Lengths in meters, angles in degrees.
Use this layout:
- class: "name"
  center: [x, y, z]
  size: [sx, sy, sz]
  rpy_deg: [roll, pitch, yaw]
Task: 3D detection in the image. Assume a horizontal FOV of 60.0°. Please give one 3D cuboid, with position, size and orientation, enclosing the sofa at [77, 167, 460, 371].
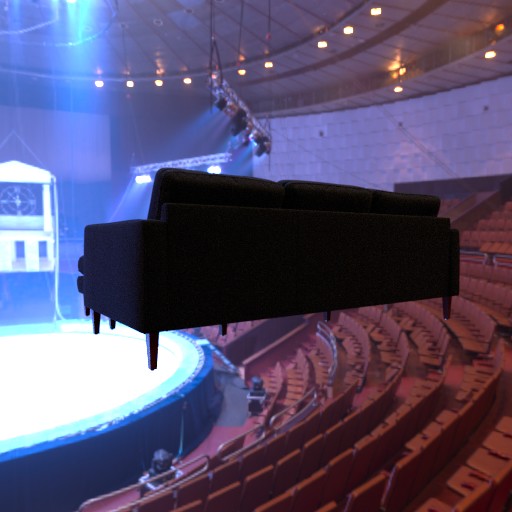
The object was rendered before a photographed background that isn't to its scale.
- class: "sofa"
  center: [0.000, 0.000, 2.960]
  size: [2.185, 0.841, 1.613]
  rpy_deg: [-1, 2, -35]
